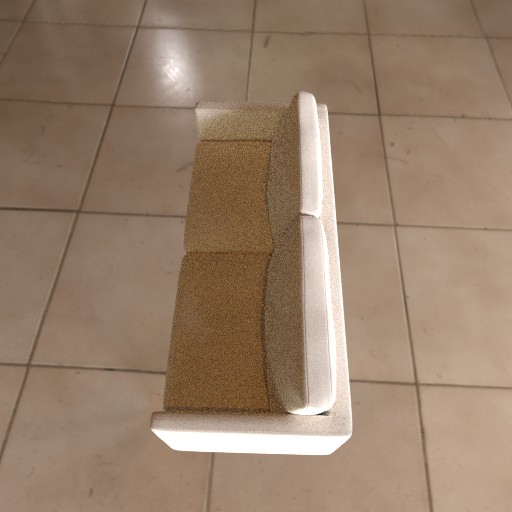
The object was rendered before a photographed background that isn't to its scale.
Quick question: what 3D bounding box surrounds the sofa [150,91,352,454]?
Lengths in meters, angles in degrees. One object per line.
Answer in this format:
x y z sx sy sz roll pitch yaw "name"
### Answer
0.000 0.000 2.692 0.924 0.933 2.139 1 59 1 "sofa"
